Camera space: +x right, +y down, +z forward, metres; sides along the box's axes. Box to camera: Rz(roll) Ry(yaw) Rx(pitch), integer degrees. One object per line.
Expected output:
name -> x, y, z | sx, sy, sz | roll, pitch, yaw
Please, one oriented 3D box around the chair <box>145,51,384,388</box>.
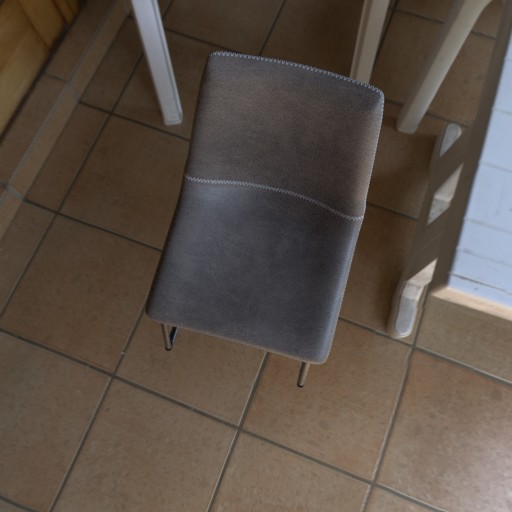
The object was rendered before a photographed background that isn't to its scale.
chair -> 0.000, 0.000, 1.120 | 0.460, 0.780, 0.550 | 14, 74, 4
